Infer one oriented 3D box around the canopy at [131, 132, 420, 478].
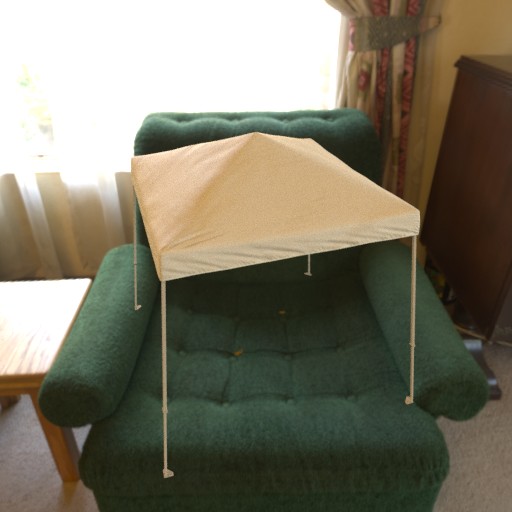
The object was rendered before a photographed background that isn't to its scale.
[{"bbox_3d":[0.000,0.000,6.447,3.600,3.600,3.599,-10,33,-16],"label":"canopy"}]
